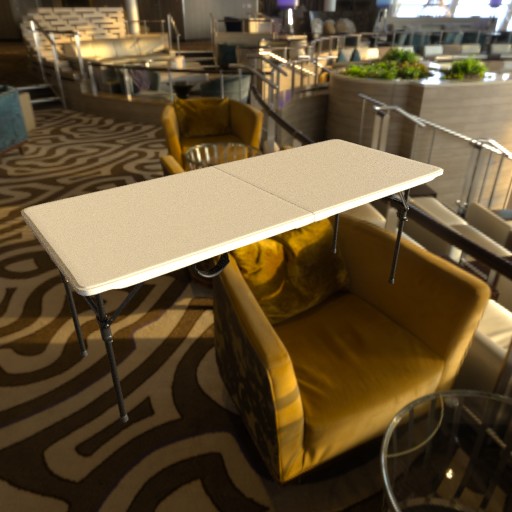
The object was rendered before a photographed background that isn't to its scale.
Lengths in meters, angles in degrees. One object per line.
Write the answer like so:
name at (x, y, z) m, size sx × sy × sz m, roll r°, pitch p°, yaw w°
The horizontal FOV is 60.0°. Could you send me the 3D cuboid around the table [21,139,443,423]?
table at (0.000, 0.000, 2.177) m, size 1.829 × 0.719 × 0.761 m, roll -20°, pitch 35°, yaw -32°
